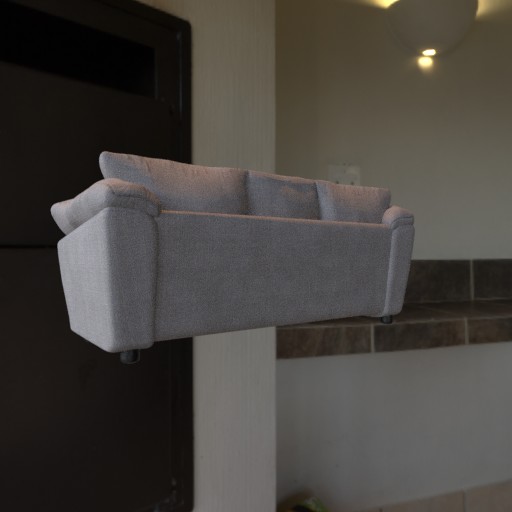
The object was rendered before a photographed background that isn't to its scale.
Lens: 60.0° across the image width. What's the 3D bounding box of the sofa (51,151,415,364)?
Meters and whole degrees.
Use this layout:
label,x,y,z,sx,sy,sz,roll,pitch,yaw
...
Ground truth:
label,x,y,z,sx,sy,sz,roll,pitch,yaw
sofa,0.000,0.000,2.889,2.334,0.996,0.878,0,1,-36
